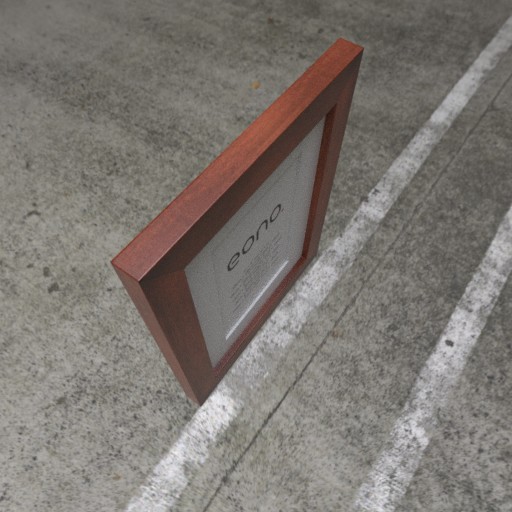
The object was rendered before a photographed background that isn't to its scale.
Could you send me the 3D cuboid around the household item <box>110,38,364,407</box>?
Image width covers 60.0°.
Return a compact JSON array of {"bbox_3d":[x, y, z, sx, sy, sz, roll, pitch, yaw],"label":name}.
[{"bbox_3d":[0.000,0.000,0.342,0.020,0.250,0.200,32,64,17],"label":"household item"}]
